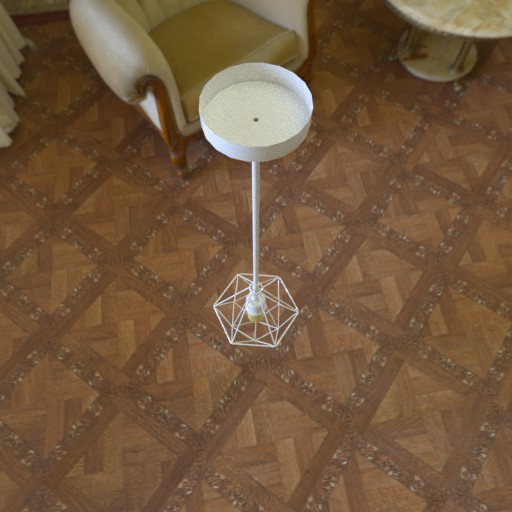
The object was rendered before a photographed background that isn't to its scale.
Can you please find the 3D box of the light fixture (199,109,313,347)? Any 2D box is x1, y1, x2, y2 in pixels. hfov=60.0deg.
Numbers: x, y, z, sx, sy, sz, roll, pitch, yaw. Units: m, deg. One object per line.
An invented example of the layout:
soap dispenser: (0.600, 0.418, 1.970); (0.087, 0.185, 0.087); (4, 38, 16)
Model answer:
light fixture: (0.000, 0.000, 1.930); (0.431, 1.764, 0.487); (31, 67, 15)
